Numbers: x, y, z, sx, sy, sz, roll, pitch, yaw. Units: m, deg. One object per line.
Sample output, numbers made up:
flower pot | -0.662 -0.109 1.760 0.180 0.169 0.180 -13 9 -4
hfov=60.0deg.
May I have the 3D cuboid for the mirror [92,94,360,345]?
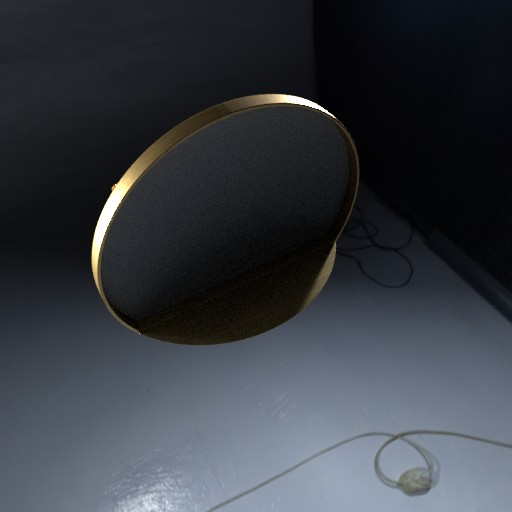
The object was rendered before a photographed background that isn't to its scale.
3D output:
mirror | 0.000 0.000 0.682 0.457 0.457 0.133 -24 53 -20
